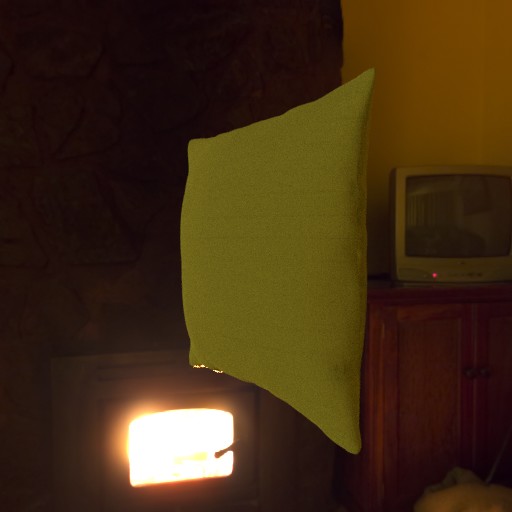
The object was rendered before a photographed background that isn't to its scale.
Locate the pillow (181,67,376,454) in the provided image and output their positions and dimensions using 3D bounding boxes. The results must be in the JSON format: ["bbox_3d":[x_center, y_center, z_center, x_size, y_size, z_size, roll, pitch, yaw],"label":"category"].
[{"bbox_3d":[0.000,0.000,0.719,0.175,0.464,0.470,-2,3,-35],"label":"pillow"}]
